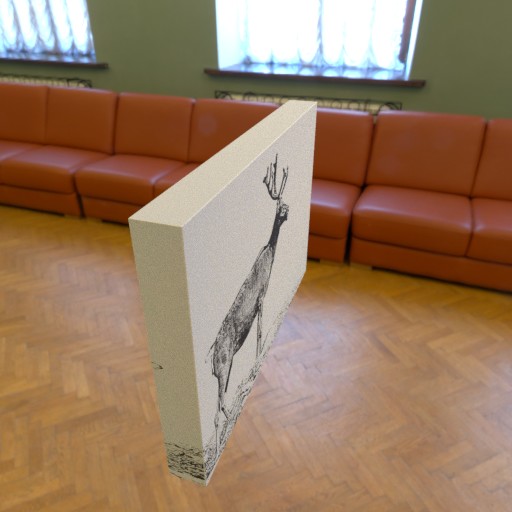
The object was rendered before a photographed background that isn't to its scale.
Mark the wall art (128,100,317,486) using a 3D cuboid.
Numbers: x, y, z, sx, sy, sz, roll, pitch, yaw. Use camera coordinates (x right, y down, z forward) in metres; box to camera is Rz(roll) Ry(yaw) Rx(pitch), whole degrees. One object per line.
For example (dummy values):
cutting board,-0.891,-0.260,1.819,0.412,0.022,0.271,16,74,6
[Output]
wall art,0.000,0.000,0.490,0.038,0.259,0.381,10,32,16
